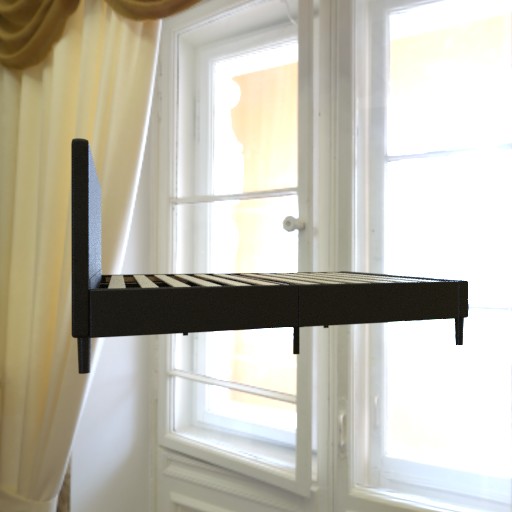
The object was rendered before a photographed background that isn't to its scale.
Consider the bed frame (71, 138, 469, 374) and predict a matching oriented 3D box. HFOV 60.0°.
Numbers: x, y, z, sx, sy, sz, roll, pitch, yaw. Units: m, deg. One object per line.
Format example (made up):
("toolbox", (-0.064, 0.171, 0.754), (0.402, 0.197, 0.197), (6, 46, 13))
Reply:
("bed frame", (0.000, 0.000, 2.964), (2.152, 1.046, 1.469), (0, 0, -17))
